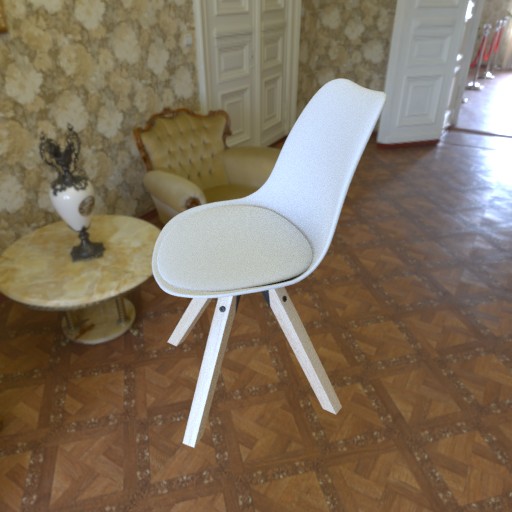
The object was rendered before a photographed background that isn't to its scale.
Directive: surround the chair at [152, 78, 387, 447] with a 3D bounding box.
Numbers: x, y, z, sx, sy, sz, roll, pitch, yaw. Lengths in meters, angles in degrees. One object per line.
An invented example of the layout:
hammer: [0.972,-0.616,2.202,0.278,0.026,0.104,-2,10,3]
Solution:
chair: [0.000,0.000,1.198,0.550,0.850,0.485,-8,31,-13]
